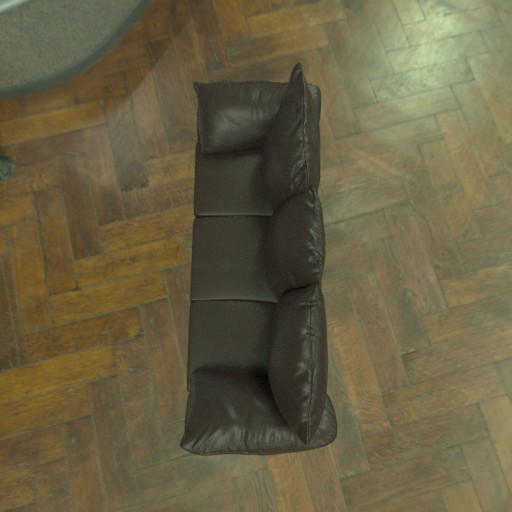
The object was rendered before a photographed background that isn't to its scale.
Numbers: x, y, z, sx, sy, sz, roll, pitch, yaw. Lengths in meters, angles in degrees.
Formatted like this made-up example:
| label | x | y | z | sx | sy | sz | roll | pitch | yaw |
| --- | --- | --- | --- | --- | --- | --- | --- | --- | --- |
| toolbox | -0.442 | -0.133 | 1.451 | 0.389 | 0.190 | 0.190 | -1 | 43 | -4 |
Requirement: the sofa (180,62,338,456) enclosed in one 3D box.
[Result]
| label | x | y | z | sx | sy | sz | roll | pitch | yaw |
| --- | --- | --- | --- | --- | --- | --- | --- | --- | --- |
| sofa | 0.000 | 0.000 | 2.915 | 0.907 | 1.091 | 2.390 | 0 | 76 | 0 |
